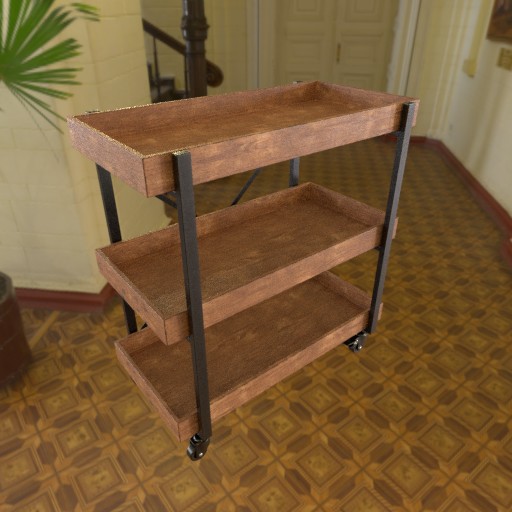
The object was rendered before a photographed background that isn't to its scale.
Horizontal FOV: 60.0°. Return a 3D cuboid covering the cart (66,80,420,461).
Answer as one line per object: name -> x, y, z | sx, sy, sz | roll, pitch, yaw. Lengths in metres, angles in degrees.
cart -> 0.000, 0.000, 1.225 | 0.750, 0.800, 0.411 | -22, 37, -32
